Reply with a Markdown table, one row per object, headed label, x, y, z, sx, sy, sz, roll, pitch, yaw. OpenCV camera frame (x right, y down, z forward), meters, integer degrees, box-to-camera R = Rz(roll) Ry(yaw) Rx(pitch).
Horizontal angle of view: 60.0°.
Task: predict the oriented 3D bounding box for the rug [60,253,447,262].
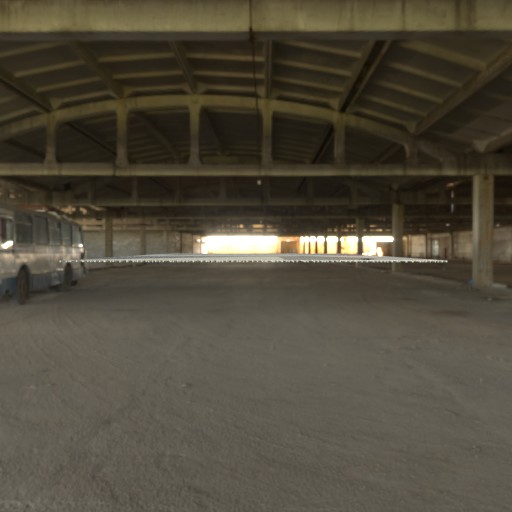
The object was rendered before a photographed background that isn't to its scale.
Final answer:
| label | x | y | z | sx | sy | sz | roll | pitch | yaw |
| --- | --- | --- | --- | --- | --- | --- | --- | --- | --- |
| rug | 0.000 | 0.000 | 2.288 | 1.220 | 0.005 | 1.828 | 0 | 1 | 1 |
